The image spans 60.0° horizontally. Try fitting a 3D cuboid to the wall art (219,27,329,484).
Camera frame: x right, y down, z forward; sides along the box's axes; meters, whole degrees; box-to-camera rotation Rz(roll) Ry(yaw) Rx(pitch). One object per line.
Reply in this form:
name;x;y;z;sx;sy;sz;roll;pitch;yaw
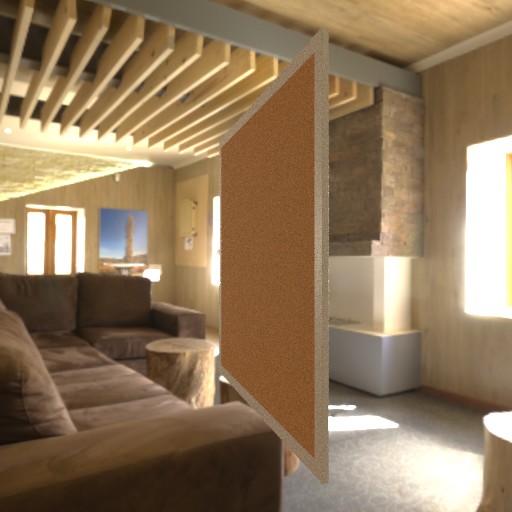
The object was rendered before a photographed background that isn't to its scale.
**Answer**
wall art;0.000;0.000;0.808;0.009;0.559;0.558;0;0;-18
